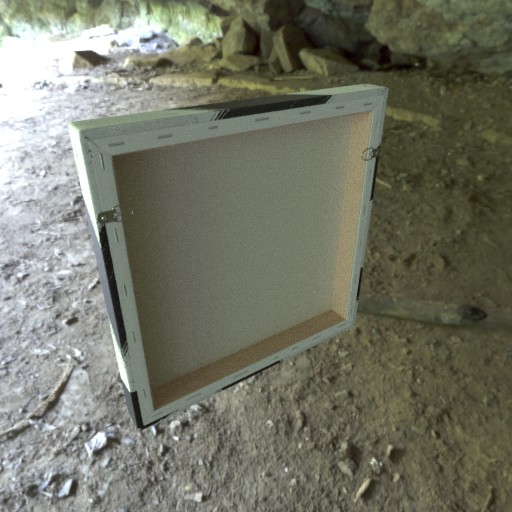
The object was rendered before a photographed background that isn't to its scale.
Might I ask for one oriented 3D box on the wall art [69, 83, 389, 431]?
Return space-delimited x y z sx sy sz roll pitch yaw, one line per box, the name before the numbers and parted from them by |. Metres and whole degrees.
wall art | 0.000 0.000 0.758 0.507 0.508 0.050 -19 35 -29
